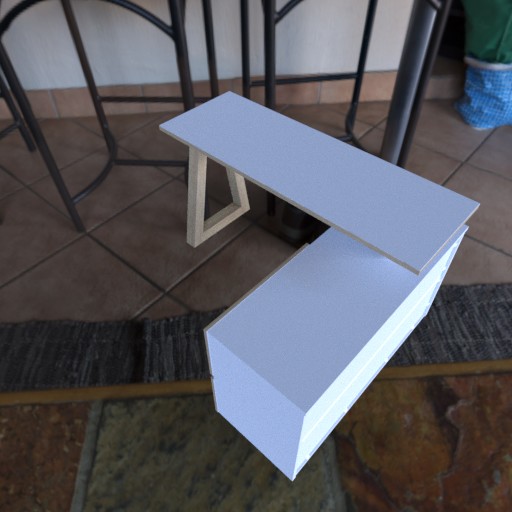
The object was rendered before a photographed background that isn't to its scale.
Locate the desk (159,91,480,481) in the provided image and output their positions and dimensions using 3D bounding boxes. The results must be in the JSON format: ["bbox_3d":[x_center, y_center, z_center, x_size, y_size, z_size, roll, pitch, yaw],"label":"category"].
[{"bbox_3d":[0.000,0.000,2.077,1.404,0.755,1.098,34,55,28],"label":"desk"}]
